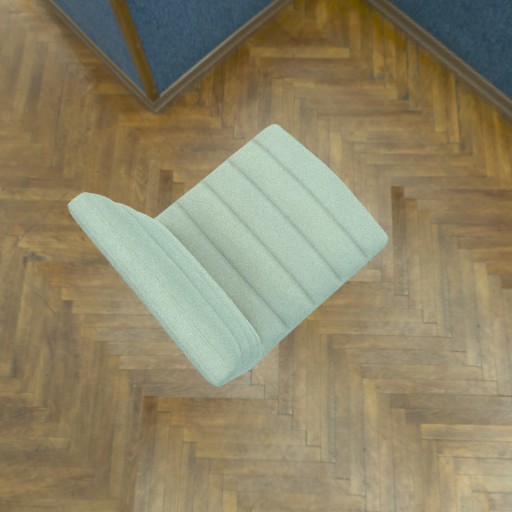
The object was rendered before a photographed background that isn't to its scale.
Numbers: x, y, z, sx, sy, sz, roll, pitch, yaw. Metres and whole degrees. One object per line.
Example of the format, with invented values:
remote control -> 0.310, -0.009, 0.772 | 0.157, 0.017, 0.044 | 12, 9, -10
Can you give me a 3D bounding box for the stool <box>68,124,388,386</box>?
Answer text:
stool -> 0.000, 0.000, 1.282 | 0.567, 0.971, 0.459 | -40, 79, -9
